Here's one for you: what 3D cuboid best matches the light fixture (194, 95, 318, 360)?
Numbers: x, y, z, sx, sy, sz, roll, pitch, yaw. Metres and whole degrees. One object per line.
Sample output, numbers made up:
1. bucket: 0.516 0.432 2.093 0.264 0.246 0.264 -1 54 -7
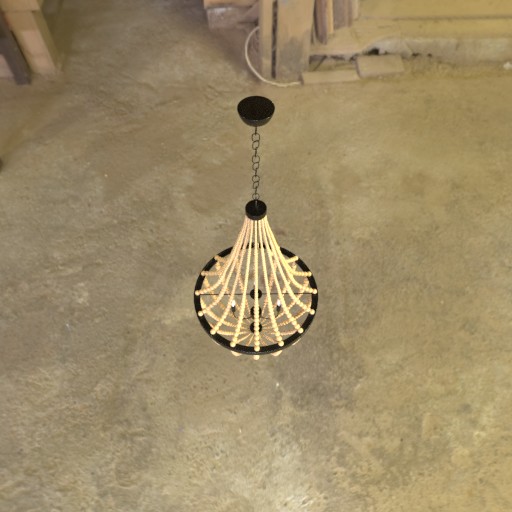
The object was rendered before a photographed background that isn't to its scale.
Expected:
1. light fixture: 0.000 0.000 1.394 0.450 1.133 0.450 0 57 0
